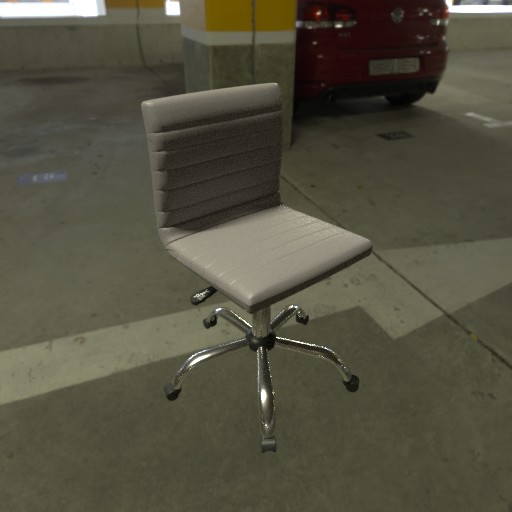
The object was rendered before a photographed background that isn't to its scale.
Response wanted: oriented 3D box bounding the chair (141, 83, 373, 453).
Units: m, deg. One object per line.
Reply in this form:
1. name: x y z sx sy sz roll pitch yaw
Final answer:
1. chair: 0.000 0.000 1.150 0.556 0.780 0.530 -22 37 -33
